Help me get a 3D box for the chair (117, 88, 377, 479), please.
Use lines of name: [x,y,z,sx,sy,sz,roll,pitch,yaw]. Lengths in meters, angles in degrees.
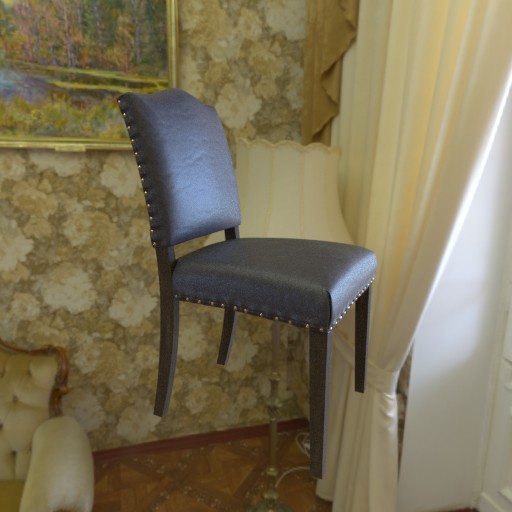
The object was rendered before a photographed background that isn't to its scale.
chair: [0.000,0.000,1.345,0.633,0.991,0.500,6,15,26]
